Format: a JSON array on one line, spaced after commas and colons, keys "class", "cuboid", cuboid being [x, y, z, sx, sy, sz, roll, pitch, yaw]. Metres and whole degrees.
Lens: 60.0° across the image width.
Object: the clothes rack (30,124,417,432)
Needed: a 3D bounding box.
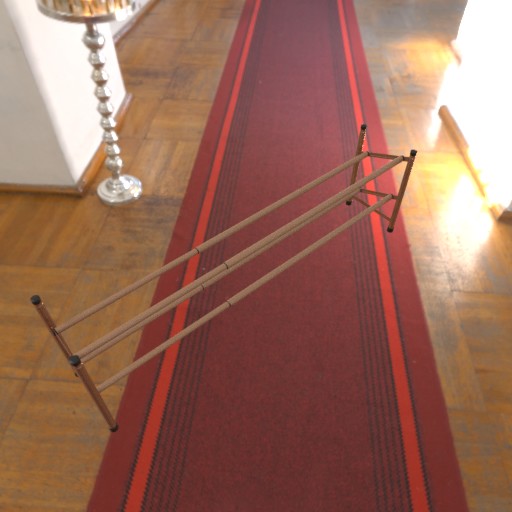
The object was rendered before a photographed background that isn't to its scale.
[{"class": "clothes rack", "cuboid": [0.000, 0.000, 1.332, 1.168, 0.349, 0.229, -32, 55, -26]}]
